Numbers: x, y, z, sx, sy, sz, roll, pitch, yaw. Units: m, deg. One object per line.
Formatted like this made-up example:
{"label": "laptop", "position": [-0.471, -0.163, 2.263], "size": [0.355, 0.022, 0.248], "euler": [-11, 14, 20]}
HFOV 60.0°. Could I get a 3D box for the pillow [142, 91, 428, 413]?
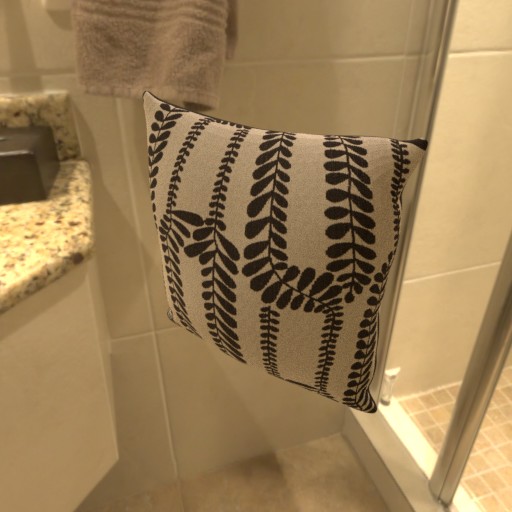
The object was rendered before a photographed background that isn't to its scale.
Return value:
{"label": "pillow", "position": [0.000, 0.000, 0.678], "size": [0.440, 0.441, 0.182], "euler": [19, 35, 29]}
